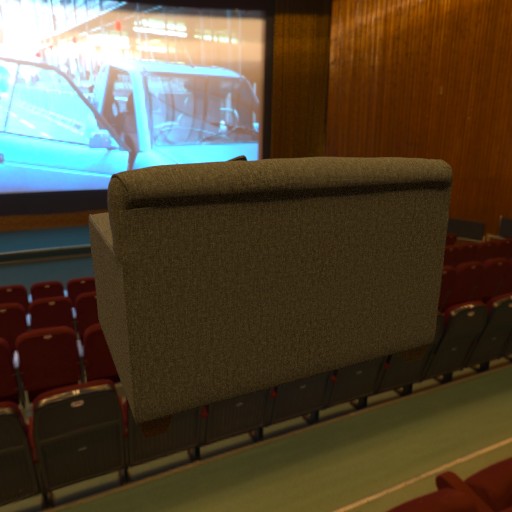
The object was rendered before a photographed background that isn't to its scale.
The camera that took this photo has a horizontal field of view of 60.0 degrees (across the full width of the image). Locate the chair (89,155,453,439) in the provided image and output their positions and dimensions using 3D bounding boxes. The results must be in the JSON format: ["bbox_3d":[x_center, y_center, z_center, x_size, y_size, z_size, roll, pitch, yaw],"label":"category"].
[{"bbox_3d":[0.000,0.000,2.075,1.383,0.948,1.000,-7,17,-25],"label":"chair"}]
